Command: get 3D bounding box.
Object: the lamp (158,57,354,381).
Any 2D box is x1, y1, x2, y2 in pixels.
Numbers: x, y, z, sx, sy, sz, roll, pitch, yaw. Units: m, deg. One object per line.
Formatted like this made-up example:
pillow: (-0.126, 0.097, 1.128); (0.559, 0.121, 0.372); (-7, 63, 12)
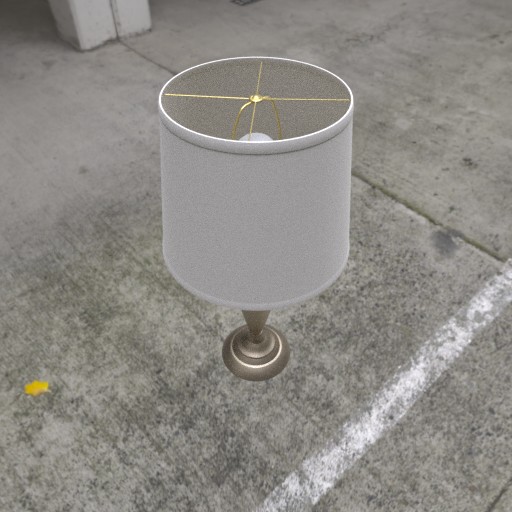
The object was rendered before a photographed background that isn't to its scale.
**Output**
lamp: (0.000, 0.000, 0.818); (0.328, 0.619, 0.328); (0, 44, 0)
